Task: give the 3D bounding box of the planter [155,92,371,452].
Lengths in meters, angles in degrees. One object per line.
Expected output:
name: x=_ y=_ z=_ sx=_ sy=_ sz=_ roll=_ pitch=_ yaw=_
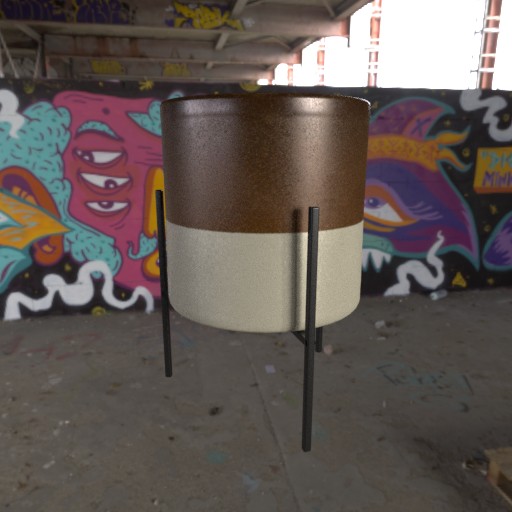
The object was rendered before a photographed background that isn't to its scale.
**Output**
planter: x=0.000 y=0.000 z=0.575 sx=0.269 sy=0.375 sz=0.255 roll=2 pitch=14 yaw=9
